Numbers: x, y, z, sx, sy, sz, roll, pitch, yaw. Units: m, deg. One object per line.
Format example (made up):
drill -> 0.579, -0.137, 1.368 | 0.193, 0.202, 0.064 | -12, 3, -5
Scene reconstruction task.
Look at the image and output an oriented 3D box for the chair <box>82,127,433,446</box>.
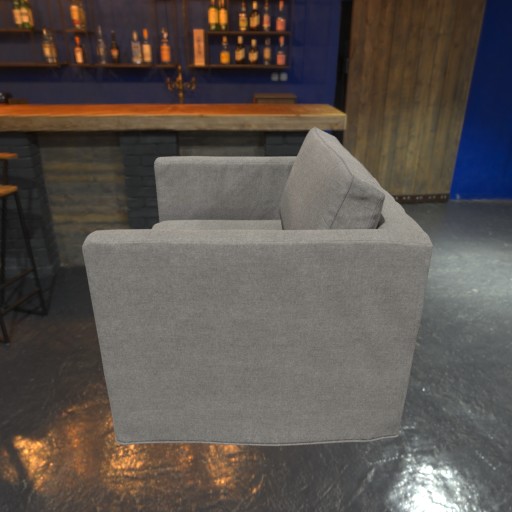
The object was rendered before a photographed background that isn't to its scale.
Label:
chair -> 0.000, 0.000, 1.716 | 0.949, 0.863, 1.057 | 0, 25, 0
